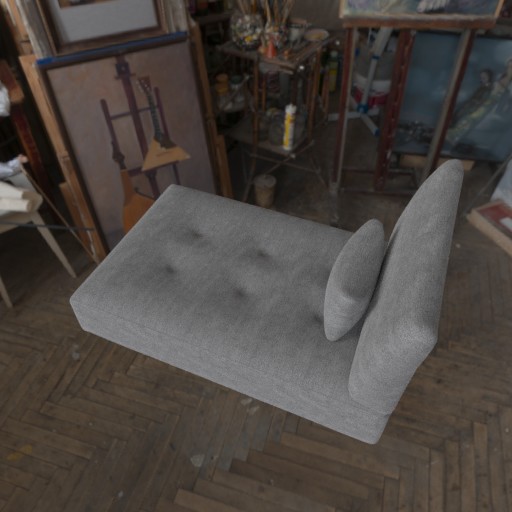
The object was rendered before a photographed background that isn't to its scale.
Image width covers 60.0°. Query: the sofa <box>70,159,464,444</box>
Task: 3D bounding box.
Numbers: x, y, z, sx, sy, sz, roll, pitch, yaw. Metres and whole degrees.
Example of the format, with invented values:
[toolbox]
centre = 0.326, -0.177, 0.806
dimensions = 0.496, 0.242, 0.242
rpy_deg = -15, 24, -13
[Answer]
[sofa]
centre = 0.000, 0.000, 1.950
dimensions = 1.450, 0.820, 0.930
rpy_deg = 17, 49, 15
